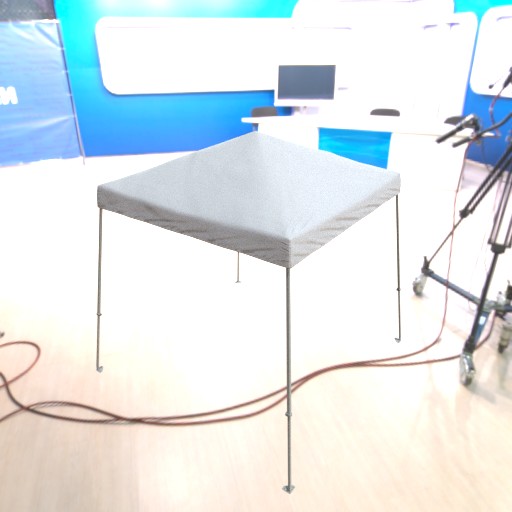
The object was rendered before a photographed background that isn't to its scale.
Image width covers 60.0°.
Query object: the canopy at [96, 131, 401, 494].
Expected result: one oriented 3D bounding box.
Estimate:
[{"bbox_3d":[0.000,0.000,5.170,2.849,2.850,2.850,18,31,32],"label":"canopy"}]
